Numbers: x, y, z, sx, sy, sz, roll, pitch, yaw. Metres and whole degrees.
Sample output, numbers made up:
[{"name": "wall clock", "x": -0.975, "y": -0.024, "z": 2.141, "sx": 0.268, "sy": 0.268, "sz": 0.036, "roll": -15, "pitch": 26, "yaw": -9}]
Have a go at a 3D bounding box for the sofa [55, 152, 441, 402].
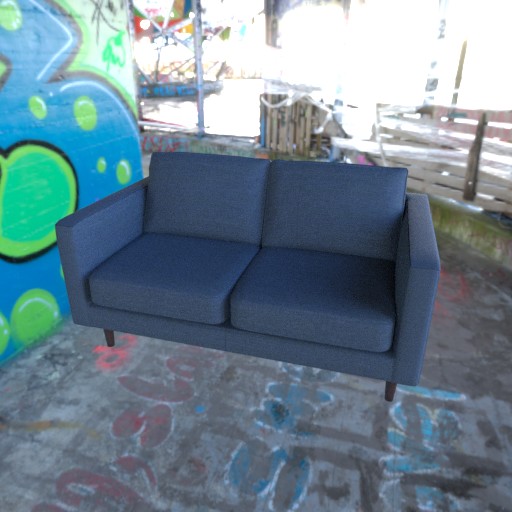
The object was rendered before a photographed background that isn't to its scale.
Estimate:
[{"name": "sofa", "x": 0.000, "y": 0.000, "z": 2.304, "sx": 1.659, "sy": 0.907, "sz": 0.999, "roll": 7, "pitch": 25, "yaw": 15}]
